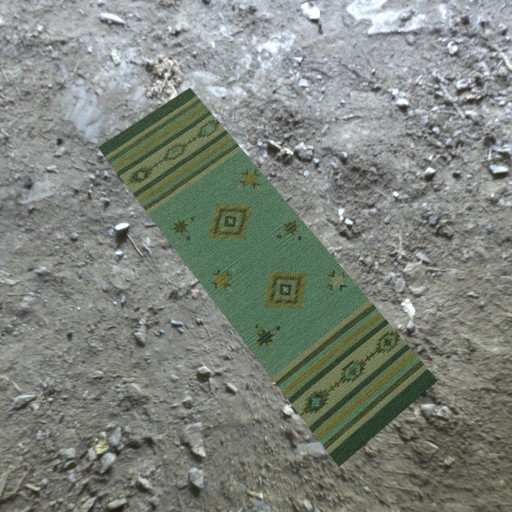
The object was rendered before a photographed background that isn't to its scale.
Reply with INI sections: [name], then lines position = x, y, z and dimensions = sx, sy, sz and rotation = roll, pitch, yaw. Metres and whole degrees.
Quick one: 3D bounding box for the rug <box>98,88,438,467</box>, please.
[rug]
position = 0.000, 0.000, 2.729
dimensions = 0.744, 0.010, 2.441
rotation = -37, 78, -9
